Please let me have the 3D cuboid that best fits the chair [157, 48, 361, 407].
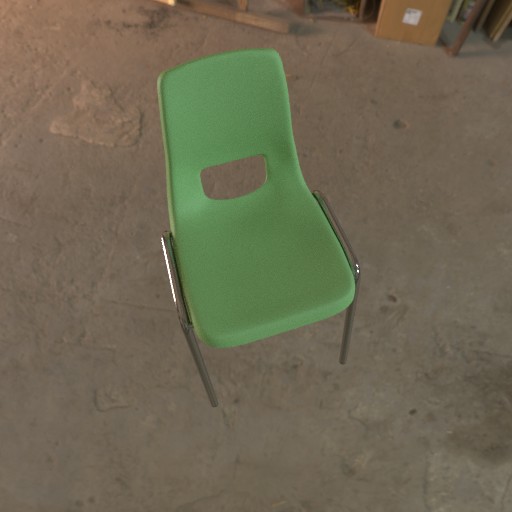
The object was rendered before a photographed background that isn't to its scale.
[{"bbox_3d":[0.000,0.000,0.961,0.381,0.704,0.436,-16,64,-8],"label":"chair"}]
